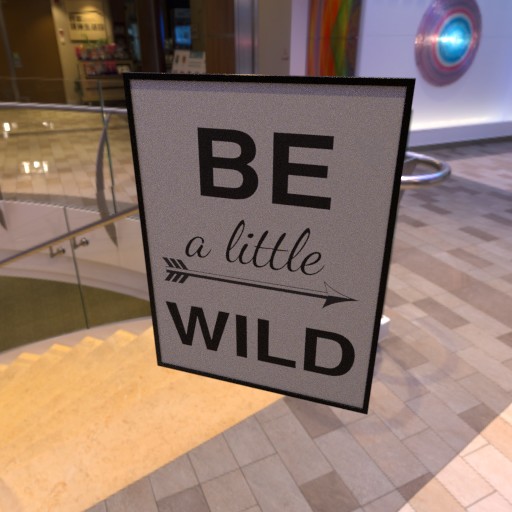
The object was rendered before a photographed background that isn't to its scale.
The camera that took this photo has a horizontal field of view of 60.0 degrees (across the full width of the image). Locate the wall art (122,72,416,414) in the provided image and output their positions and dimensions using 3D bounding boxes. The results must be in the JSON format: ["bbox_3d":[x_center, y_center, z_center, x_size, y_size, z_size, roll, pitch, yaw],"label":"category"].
[{"bbox_3d":[0.000,0.000,0.769,0.442,0.582,0.013,8,27,17],"label":"wall art"}]
